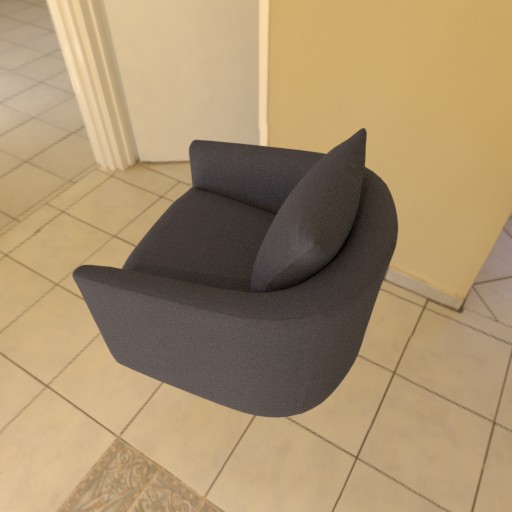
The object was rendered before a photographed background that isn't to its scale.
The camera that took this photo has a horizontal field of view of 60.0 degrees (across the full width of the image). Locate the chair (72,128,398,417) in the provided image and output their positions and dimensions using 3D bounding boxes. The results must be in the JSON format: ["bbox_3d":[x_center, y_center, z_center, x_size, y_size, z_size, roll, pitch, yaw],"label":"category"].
[{"bbox_3d":[0.000,0.000,1.615,0.910,0.848,0.845,16,49,15],"label":"chair"}]
